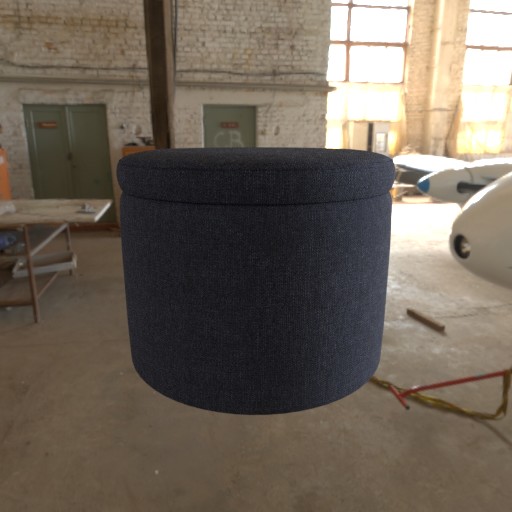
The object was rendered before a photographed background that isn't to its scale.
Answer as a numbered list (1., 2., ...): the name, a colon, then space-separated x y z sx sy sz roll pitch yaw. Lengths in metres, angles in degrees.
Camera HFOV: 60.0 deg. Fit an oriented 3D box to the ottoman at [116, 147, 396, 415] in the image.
1. ottoman: 0.000 0.000 0.903 0.520 0.430 0.520 0 15 0
